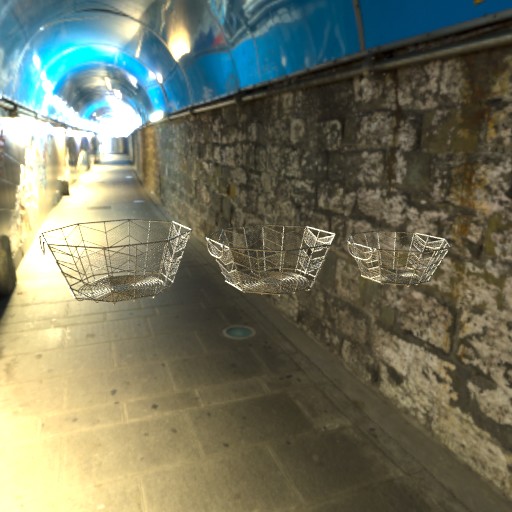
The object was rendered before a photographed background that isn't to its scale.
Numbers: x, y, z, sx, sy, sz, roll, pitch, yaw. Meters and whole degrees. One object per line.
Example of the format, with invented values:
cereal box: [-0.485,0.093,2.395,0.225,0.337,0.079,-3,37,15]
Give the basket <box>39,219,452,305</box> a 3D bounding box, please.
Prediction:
basket: [0.000,0.000,1.371,1.246,0.178,0.432,-2,14,-7]
